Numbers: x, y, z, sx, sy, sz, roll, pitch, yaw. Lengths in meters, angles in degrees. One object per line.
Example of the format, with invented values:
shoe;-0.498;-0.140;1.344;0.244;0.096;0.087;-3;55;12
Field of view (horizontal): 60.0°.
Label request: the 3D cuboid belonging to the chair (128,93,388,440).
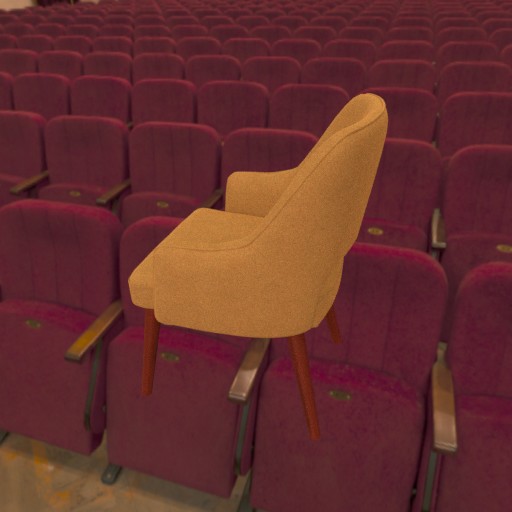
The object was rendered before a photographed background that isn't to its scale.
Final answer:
chair;0.000;0.000;1.246;0.605;0.849;0.548;9;32;15
